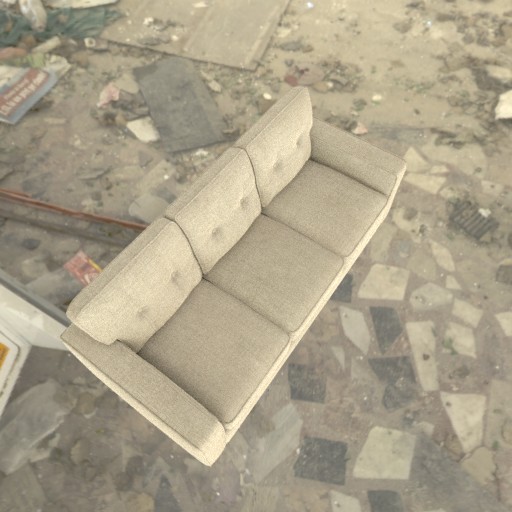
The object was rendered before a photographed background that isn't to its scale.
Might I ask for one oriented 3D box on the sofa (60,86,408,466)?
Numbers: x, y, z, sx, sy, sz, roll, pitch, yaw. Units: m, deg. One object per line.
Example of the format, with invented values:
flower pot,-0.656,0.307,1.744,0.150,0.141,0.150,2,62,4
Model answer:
sofa,0.000,0.000,2.663,0.939,0.965,2.133,31,64,18
